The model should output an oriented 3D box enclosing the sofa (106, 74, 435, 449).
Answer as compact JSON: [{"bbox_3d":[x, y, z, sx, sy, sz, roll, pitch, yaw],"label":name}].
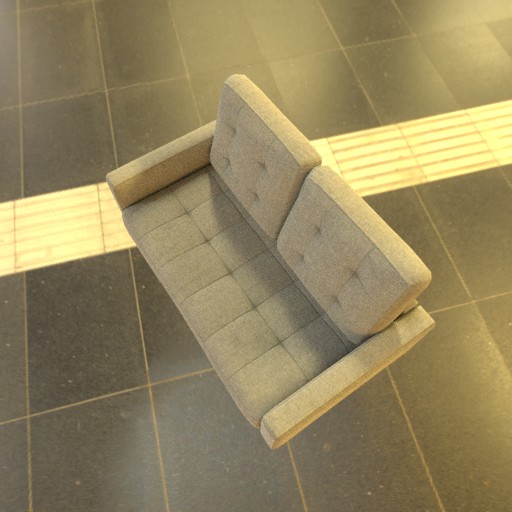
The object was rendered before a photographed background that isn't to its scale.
[{"bbox_3d":[0.000,0.000,2.013,0.842,0.907,1.407,-31,67,-15],"label":"sofa"}]
